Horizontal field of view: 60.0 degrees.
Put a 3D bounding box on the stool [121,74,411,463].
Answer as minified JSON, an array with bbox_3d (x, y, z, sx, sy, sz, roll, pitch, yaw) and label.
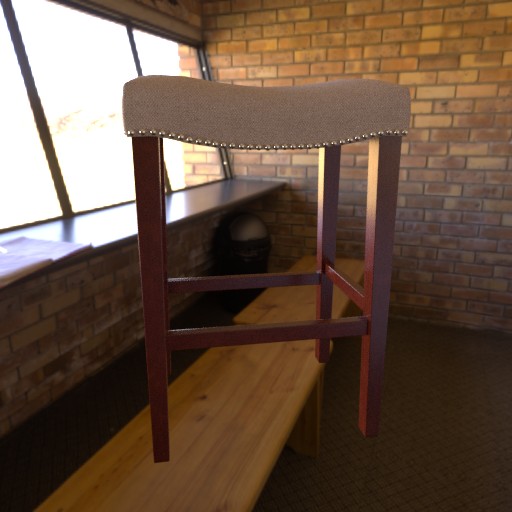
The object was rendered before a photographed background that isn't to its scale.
[{"bbox_3d":[0.000,0.000,0.999,0.504,0.742,0.372,-3,16,-10],"label":"stool"}]
